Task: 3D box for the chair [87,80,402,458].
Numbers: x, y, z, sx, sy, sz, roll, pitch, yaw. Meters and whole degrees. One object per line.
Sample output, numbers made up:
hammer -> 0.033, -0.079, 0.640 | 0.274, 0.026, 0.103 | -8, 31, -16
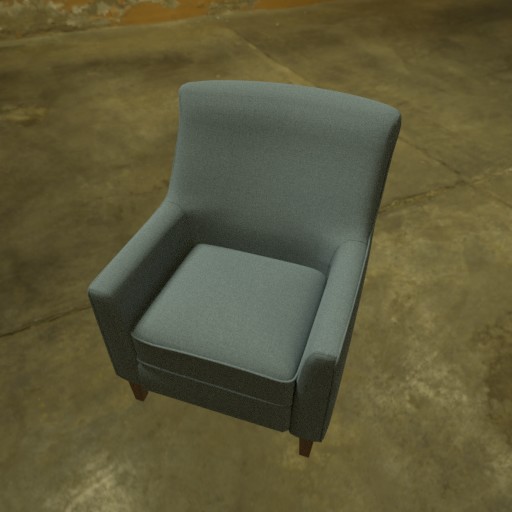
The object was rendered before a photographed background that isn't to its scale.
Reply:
chair -> 0.000, 0.000, 1.535 | 0.756, 0.916, 0.879 | 13, 42, 15
